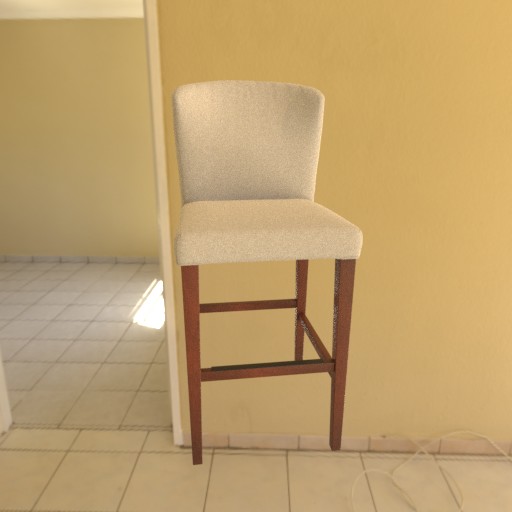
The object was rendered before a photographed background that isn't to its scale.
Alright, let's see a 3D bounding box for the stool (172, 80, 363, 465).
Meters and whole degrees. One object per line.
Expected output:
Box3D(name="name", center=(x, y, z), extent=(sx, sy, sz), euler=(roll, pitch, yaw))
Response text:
Box3D(name="stool", center=(0.000, 0.000, 1.378), extent=(0.479, 1.069, 0.568), euler=(-2, 16, -8))
